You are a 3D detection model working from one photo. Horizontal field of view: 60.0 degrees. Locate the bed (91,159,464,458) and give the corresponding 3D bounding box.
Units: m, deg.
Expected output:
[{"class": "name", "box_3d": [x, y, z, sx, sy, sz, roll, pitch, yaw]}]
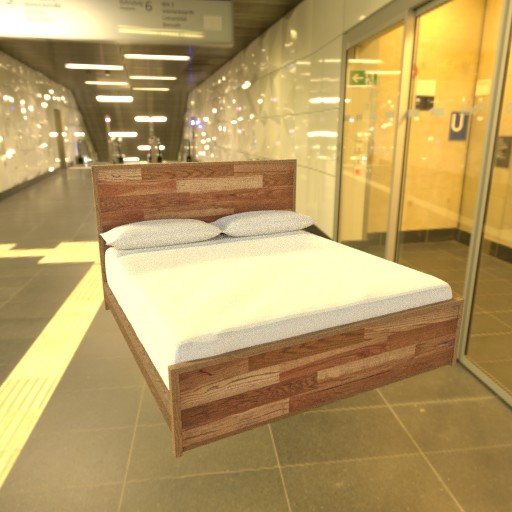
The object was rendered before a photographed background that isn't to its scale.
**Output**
[{"class": "bed", "box_3d": [0.000, 0.000, 3.412, 2.013, 1.295, 2.184, -8, 17, -26]}]
